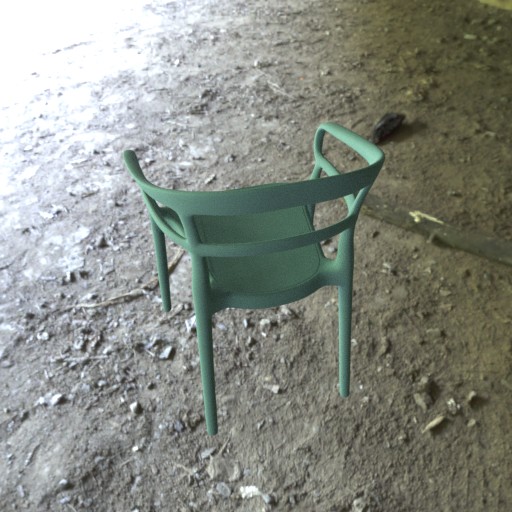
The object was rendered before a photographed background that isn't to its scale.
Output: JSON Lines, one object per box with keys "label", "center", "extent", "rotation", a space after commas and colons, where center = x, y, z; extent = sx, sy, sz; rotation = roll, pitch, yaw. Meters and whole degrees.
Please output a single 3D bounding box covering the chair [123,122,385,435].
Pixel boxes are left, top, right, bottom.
{"label": "chair", "center": [0.000, 0.000, 1.159], "extent": [0.559, 0.761, 0.527], "rotation": [-11, 43, -13]}
